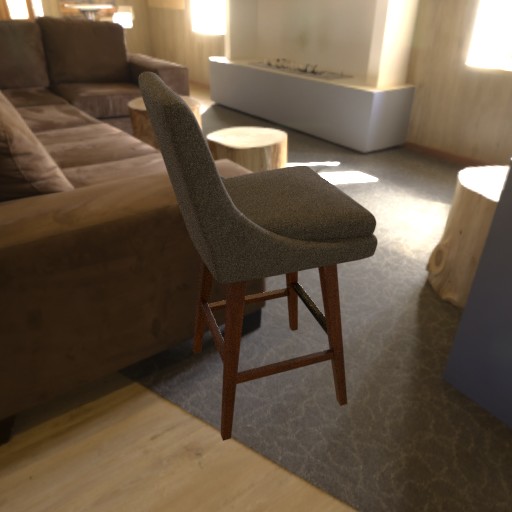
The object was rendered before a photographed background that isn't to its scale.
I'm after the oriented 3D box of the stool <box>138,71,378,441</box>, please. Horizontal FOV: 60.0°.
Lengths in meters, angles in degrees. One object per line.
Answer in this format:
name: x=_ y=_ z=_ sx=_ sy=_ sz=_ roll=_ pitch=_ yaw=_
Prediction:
stool: x=0.000 y=0.000 z=1.405 sx=0.572 sy=1.068 sz=0.489 roll=-10 pitch=32 yaw=-17
